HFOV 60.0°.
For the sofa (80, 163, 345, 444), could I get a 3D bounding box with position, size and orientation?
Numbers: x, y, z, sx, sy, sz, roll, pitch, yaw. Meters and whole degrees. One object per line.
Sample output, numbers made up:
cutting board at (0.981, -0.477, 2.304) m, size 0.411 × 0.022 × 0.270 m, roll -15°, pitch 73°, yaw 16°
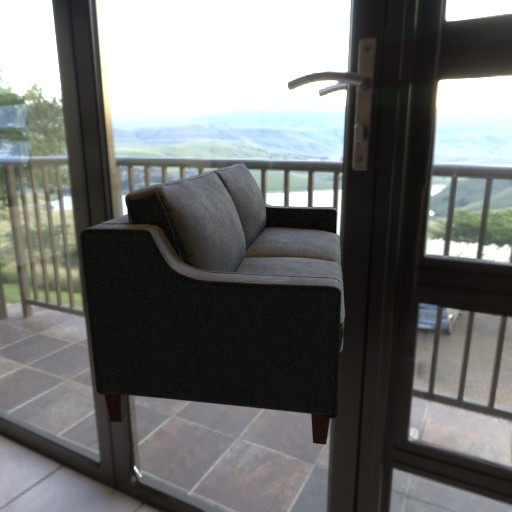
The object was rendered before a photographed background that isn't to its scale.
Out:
sofa at (0.000, 0.000, 2.801) m, size 1.066 × 1.071 × 2.178 m, roll 2°, pitch 14°, yaw 9°
